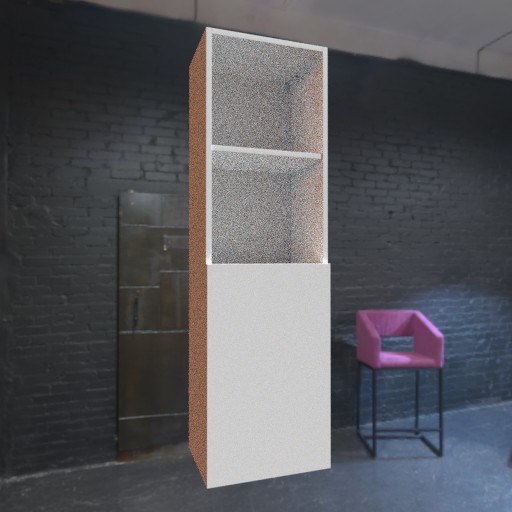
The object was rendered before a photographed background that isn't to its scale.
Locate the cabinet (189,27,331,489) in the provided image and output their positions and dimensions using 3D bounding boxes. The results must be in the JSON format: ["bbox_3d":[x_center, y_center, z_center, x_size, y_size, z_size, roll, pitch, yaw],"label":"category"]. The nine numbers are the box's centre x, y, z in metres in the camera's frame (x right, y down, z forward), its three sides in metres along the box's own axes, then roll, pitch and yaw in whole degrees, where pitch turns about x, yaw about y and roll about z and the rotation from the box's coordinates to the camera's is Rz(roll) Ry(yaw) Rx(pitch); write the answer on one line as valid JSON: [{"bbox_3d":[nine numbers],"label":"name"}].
[{"bbox_3d":[0.000,0.000,1.493,0.400,1.350,0.300,0,0,-19],"label":"cabinet"}]
